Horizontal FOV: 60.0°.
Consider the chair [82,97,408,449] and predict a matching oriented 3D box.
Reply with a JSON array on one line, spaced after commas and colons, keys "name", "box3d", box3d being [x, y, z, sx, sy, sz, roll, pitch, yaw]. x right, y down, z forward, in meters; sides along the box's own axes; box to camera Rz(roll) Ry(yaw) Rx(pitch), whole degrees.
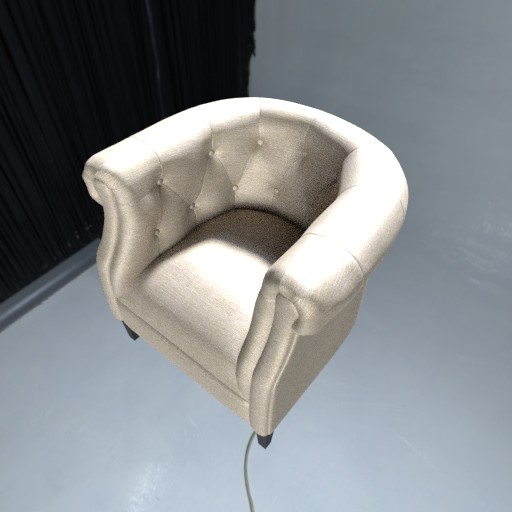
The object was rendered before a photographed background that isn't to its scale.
[{"name": "chair", "box3d": [0.000, 0.000, 1.593, 0.905, 0.827, 0.852, 31, 54, 26]}]
